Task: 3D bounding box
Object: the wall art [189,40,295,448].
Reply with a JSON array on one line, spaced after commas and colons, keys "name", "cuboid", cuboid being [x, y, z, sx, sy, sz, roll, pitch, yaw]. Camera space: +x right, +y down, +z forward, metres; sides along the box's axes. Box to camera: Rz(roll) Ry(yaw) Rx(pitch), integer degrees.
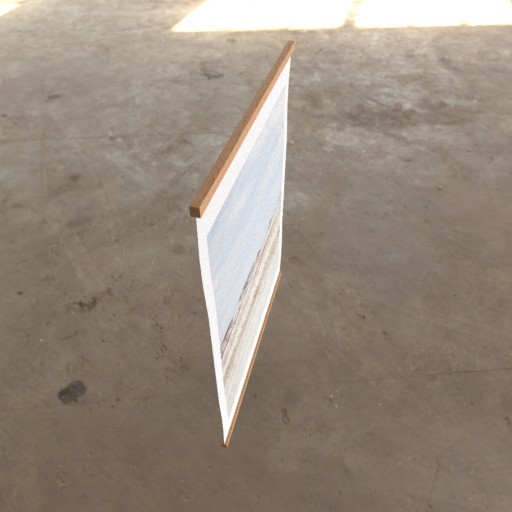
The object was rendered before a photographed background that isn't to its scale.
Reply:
[{"name": "wall art", "cuboid": [0.000, 0.000, 0.694, 0.010, 0.507, 0.404, 11, 46, 11]}]
